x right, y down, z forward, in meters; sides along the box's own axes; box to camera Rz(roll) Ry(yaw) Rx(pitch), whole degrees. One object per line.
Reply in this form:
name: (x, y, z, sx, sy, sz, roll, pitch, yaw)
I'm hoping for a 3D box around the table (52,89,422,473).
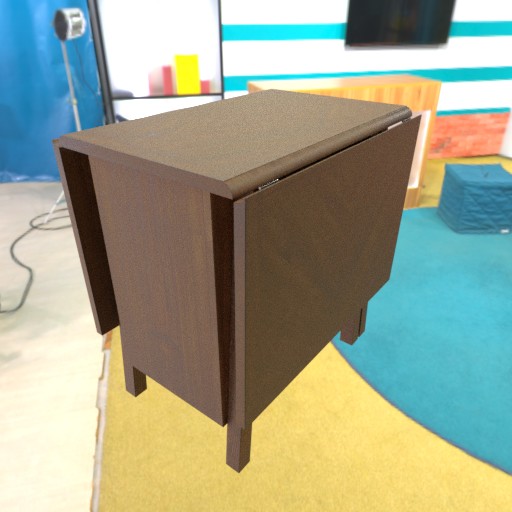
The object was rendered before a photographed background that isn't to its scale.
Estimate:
table: (0.000, 0.000, 1.619, 0.701, 0.981, 0.967, 21, 36, 32)
